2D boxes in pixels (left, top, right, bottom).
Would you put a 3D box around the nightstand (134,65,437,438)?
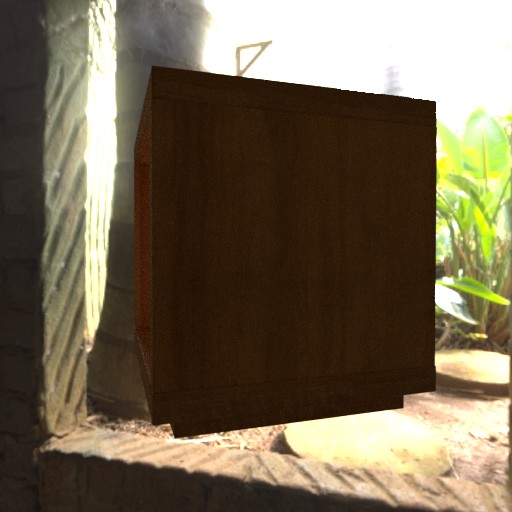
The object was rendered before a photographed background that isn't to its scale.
[{"bbox_3d":[0.000,0.000,0.859,0.436,0.491,0.493,0,1,-18],"label":"nightstand"}]
